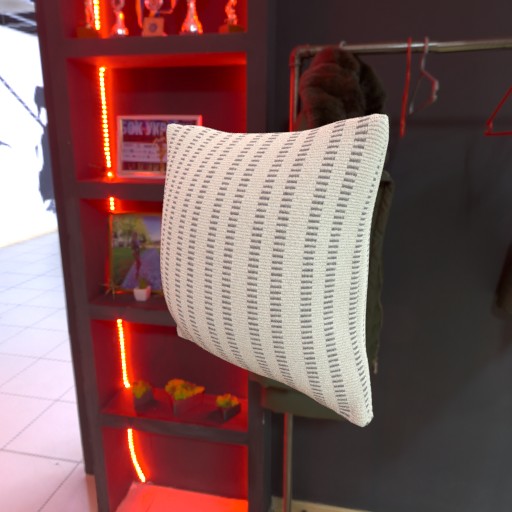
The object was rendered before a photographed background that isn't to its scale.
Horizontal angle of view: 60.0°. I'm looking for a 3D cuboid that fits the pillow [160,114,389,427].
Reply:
[{"bbox_3d":[0.000,0.000,0.710,0.438,0.419,0.247,14,20,42],"label":"pillow"}]
